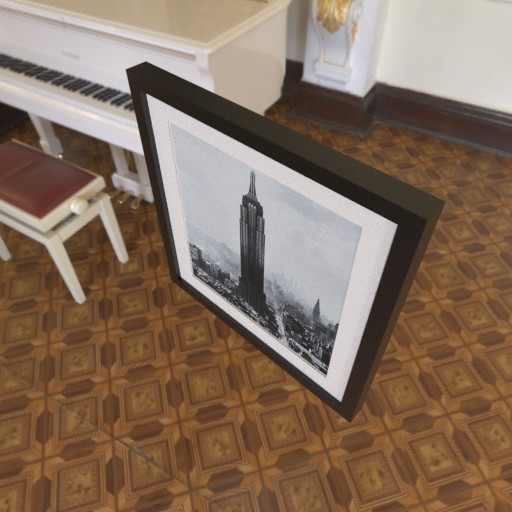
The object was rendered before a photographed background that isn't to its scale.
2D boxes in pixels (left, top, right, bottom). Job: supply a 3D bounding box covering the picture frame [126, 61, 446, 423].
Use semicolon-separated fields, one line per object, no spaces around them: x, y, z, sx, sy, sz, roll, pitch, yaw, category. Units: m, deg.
0.000;0.000;0.531;0.355;0.353;0.029;34;55;27;picture frame
